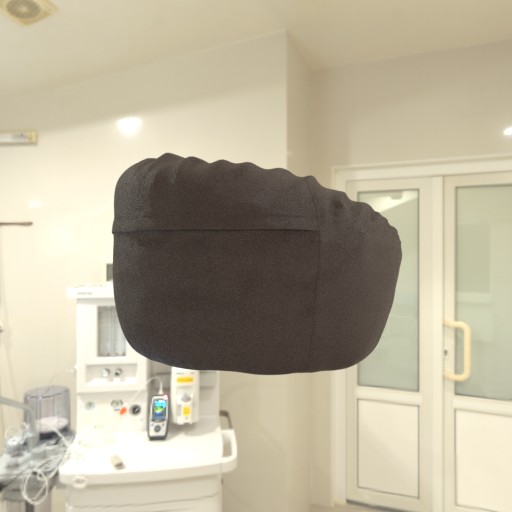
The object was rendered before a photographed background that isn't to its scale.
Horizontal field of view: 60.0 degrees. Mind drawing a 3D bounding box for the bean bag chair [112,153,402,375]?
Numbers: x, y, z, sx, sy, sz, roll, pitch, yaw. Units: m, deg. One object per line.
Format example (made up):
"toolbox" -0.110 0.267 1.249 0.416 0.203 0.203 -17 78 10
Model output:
"bean bag chair" 0.000 0.000 2.001 1.245 0.821 1.245 0 0 0
